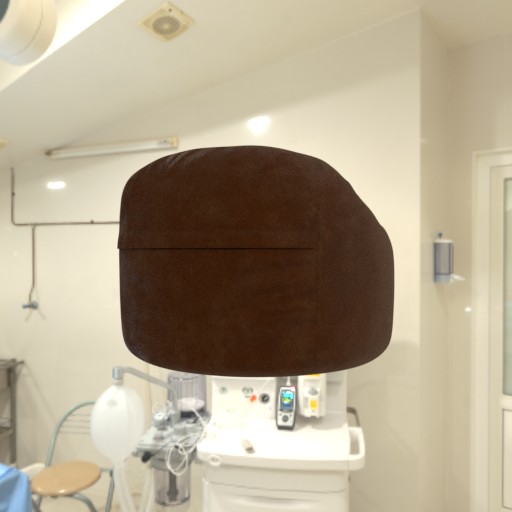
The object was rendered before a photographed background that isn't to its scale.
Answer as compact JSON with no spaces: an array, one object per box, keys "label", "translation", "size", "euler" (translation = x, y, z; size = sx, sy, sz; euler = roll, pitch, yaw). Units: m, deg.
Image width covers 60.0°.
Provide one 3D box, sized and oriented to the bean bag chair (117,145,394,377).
[{"label":"bean bag chair","translation":[0.000,0.000,1.531],"size":[0.918,0.616,0.918],"euler":[0,1,0]}]
